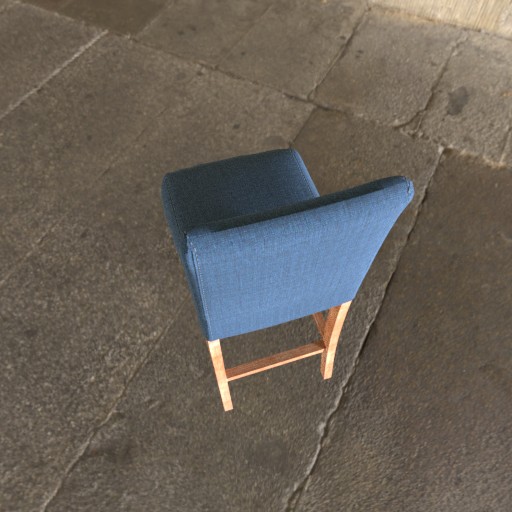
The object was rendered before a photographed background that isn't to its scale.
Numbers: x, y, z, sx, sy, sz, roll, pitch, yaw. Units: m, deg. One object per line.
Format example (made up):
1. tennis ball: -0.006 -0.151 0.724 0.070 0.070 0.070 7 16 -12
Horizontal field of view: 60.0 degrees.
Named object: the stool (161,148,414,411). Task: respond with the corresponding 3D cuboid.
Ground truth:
1. stool: 0.000 0.000 1.321 0.454 1.039 0.567 -15 58 -9
